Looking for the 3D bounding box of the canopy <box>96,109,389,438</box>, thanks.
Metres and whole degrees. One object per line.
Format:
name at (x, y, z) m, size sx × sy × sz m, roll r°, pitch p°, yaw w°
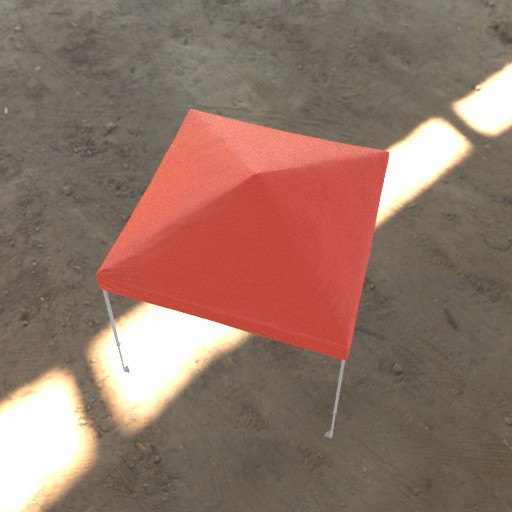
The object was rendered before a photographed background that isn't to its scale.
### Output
canopy at (0.000, 0.000, 5.222) m, size 2.850 × 2.850 × 2.849 m, roll 15°, pitch 60°, yaw 9°
